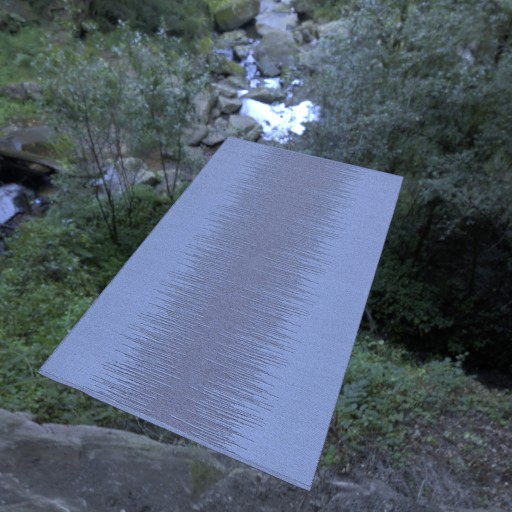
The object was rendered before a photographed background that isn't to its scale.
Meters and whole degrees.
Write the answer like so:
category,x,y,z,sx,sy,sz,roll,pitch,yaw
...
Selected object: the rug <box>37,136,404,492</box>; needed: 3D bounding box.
category,x,y,z,sx,sy,sz,roll,pitch,yaw
rug,0.000,0.000,2.916,1.522,0.012,2.440,17,50,15
